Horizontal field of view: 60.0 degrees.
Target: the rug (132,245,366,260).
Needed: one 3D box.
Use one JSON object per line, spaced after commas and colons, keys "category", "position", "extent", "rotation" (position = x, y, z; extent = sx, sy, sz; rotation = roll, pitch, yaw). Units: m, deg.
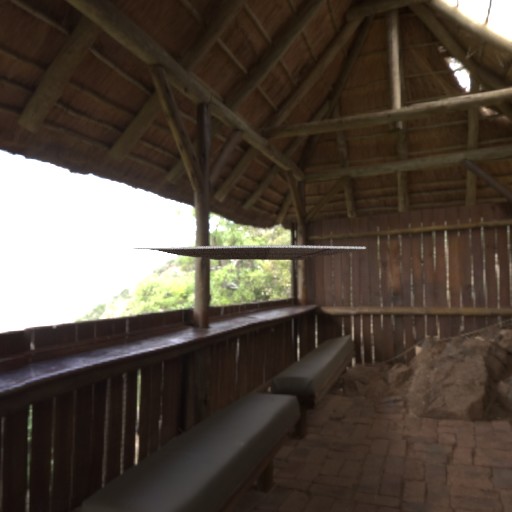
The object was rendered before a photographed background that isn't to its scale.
{"category": "rug", "position": [0.000, 0.000, 2.659], "extent": [0.762, 0.013, 2.439], "rotation": [0, -1, 1]}
